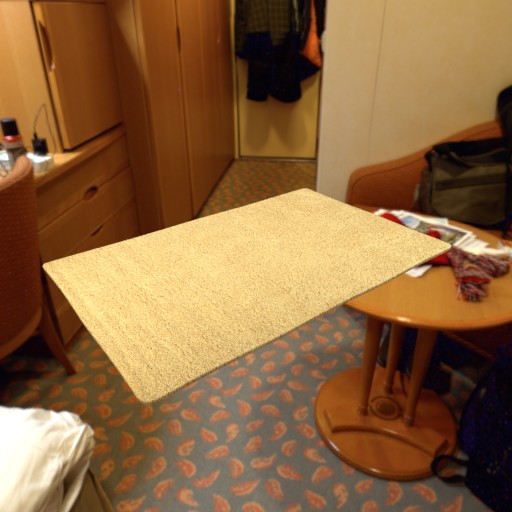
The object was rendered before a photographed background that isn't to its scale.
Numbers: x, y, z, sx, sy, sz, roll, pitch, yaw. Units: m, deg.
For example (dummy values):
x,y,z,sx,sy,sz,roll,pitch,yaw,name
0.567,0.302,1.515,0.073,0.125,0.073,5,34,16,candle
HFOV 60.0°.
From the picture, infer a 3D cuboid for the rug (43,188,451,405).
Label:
x,y,z,sx,sy,sz,roll,pitch,yaw,name
0.000,0.000,2.986,2.349,0.025,1.500,-20,35,-33,rug
